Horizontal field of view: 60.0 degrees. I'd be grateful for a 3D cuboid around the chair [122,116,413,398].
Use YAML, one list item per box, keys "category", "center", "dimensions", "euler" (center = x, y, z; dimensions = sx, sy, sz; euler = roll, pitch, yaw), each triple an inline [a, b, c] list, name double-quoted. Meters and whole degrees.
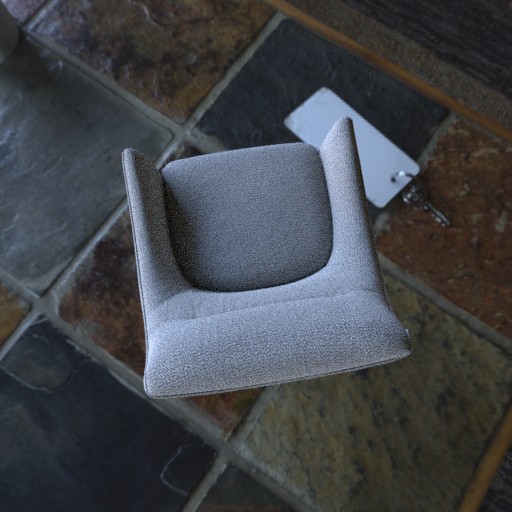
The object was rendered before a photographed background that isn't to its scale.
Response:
- category: "chair"
  center: [0.000, 0.000, 1.471]
  dimensions: [0.762, 0.838, 0.787]
  euler: [-9, 77, -2]
